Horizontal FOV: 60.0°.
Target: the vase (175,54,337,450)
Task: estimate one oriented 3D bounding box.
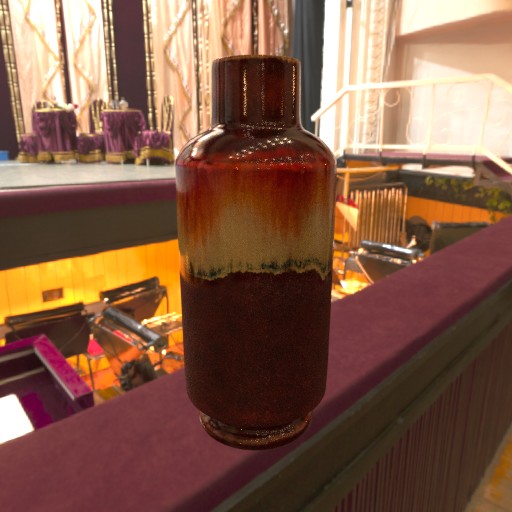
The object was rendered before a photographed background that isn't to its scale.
[{"bbox_3d":[0.000,0.000,0.322,0.111,0.261,0.111,0,15,0],"label":"vase"}]
